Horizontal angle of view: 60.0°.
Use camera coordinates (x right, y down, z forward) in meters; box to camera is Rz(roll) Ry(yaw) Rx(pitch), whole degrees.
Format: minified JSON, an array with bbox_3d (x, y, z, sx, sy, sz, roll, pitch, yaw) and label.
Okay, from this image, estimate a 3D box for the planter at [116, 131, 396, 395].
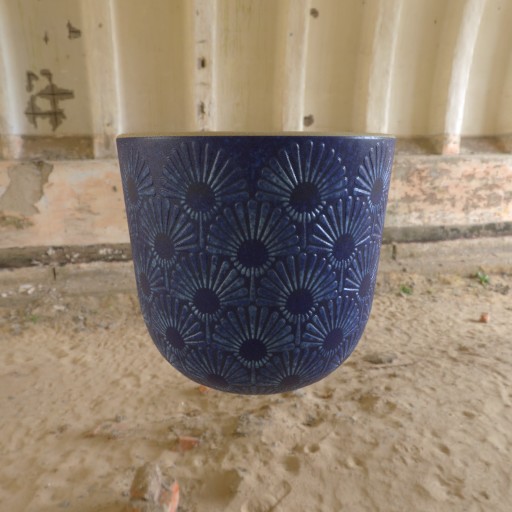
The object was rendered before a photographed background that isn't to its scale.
[{"bbox_3d":[0.000,0.000,0.363,0.206,0.190,0.206,0,14,0],"label":"planter"}]
